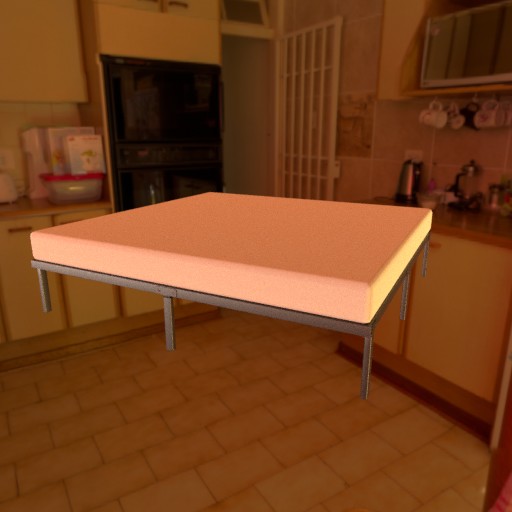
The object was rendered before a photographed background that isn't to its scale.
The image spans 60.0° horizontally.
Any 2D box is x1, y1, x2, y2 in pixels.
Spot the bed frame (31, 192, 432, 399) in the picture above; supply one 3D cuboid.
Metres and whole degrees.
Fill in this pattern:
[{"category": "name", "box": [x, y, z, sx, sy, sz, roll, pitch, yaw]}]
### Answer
[{"category": "bed frame", "box": [0.000, 0.000, 3.951, 2.635, 0.680, 2.526, 8, 18, 26]}]
